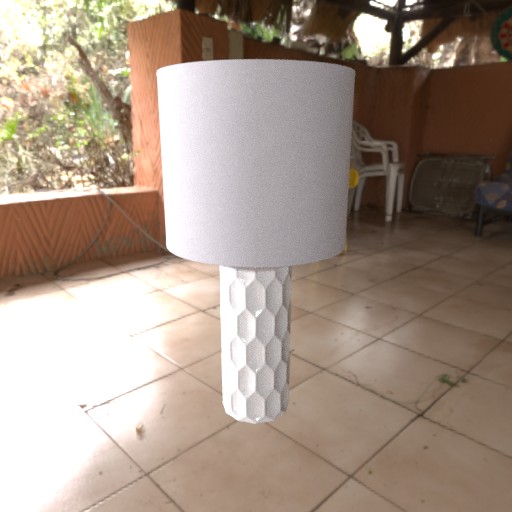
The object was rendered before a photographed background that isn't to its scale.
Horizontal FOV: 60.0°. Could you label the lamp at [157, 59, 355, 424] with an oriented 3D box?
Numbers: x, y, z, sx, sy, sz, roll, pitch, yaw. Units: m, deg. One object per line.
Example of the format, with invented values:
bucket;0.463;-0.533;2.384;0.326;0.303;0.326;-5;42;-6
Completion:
lamp;0.000;0.000;0.702;0.277;0.537;0.277;-15;22;-43
